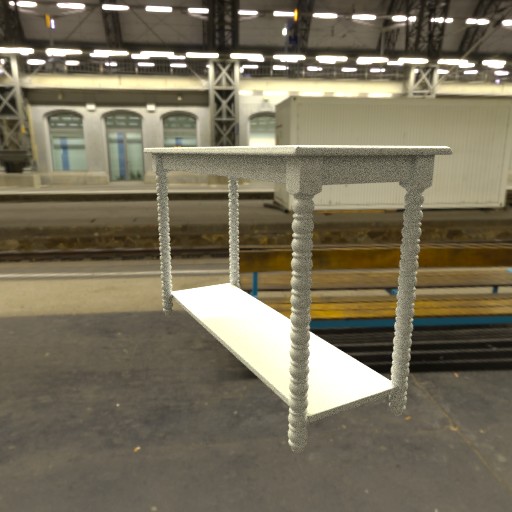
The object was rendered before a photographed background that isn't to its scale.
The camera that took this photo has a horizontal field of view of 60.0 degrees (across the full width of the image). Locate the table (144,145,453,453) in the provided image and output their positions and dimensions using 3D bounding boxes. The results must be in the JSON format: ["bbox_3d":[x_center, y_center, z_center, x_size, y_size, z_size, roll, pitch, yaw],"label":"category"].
[{"bbox_3d":[0.000,0.000,1.557,0.459,0.740,1.184,-7,15,-27],"label":"table"}]
